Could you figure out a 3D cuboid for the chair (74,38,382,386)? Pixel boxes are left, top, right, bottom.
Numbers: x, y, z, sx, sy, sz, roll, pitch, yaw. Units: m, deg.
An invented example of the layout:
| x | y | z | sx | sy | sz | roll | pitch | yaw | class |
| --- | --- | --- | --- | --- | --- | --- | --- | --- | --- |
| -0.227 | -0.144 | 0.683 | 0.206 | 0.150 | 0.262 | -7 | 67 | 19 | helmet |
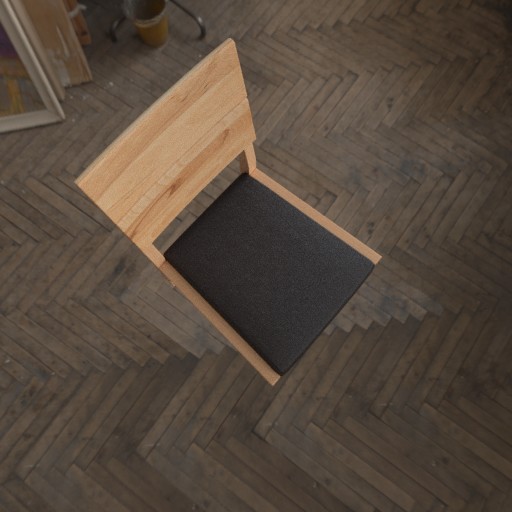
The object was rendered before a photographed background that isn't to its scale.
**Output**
| x | y | z | sx | sy | sz | roll | pitch | yaw | class |
| --- | --- | --- | --- | --- | --- | --- | --- | --- | --- |
| 0.000 | 0.000 | 1.268 | 0.560 | 0.950 | 0.475 | 41 | 79 | 10 | chair |
